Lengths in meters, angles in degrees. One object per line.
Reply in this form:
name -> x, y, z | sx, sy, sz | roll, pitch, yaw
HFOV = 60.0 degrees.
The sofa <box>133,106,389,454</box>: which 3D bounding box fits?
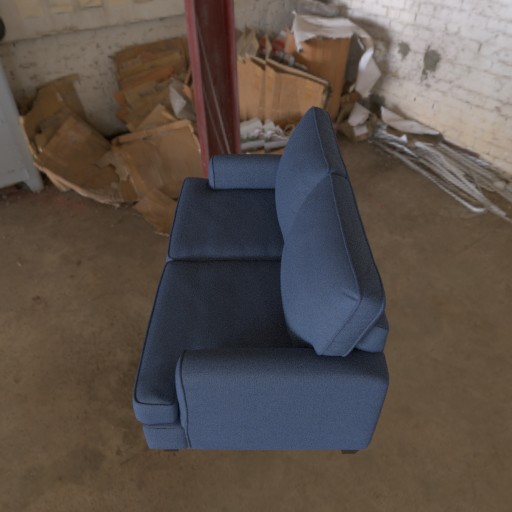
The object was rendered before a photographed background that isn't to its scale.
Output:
sofa -> 0.000, 0.000, 2.214 | 0.965, 0.965, 1.651 | 0, 40, 0
